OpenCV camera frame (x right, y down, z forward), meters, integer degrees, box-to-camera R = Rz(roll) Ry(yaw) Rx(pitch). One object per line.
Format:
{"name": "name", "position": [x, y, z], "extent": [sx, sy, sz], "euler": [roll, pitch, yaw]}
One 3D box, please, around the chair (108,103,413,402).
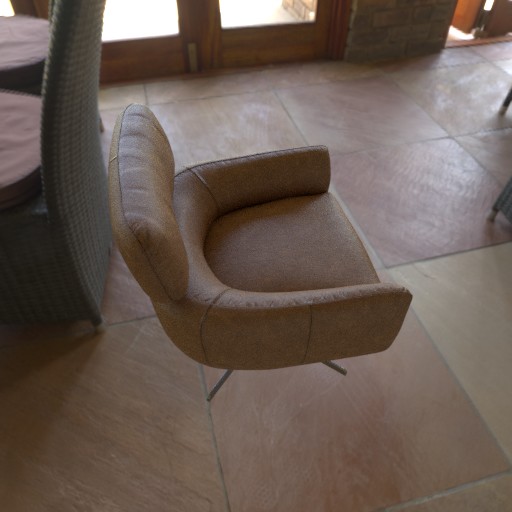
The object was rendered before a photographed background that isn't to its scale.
{"name": "chair", "position": [0.000, 0.000, 1.351], "extent": [0.715, 0.812, 0.706], "euler": [-9, 47, -8]}
